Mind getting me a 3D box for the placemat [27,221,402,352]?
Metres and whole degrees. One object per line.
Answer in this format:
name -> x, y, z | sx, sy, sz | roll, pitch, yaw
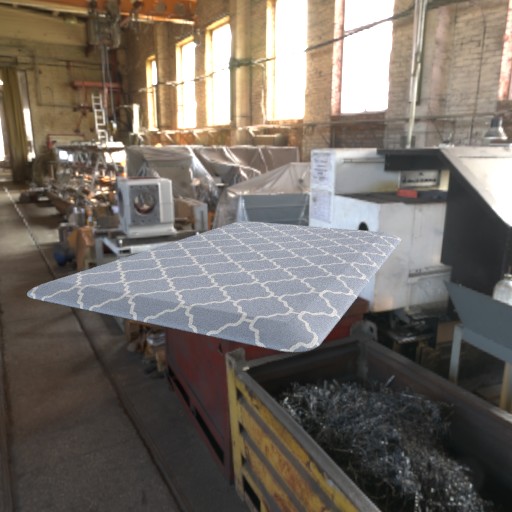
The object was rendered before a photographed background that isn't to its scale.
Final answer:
placemat -> 0.000, 0.000, 0.954 | 0.508, 0.021, 0.762 | 7, 15, 25
